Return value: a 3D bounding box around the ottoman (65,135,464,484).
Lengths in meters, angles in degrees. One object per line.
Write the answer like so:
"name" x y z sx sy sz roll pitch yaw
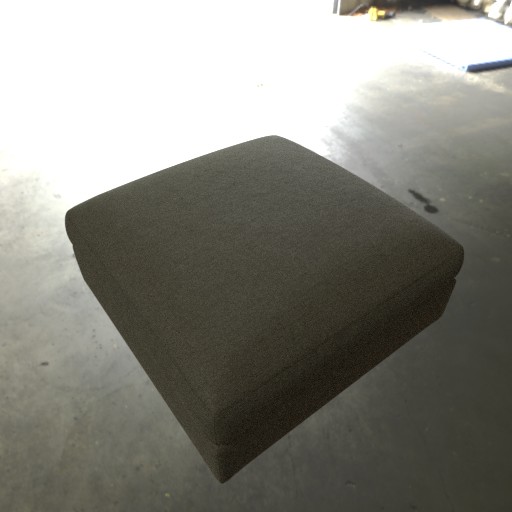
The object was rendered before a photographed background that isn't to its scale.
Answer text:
"ottoman" 0.000 0.000 1.614 1.041 0.470 1.041 -27 48 -27
